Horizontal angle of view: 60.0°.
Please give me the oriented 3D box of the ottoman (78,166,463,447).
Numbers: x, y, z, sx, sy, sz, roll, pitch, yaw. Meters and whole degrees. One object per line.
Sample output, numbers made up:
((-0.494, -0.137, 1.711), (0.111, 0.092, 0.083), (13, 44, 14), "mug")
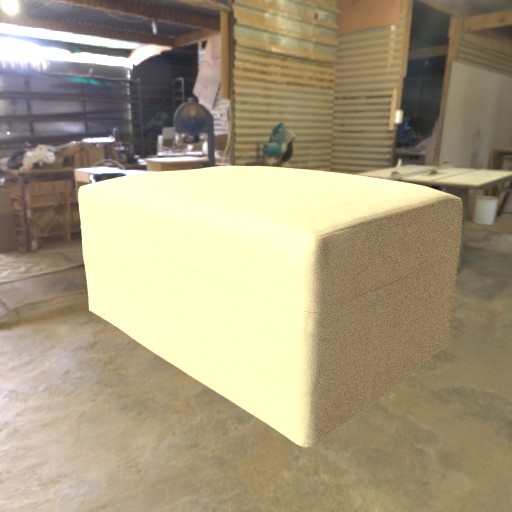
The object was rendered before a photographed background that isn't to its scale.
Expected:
((0.000, 0.000, 1.181), (0.590, 0.444, 0.872), (-15, 22, -42), "ottoman")
